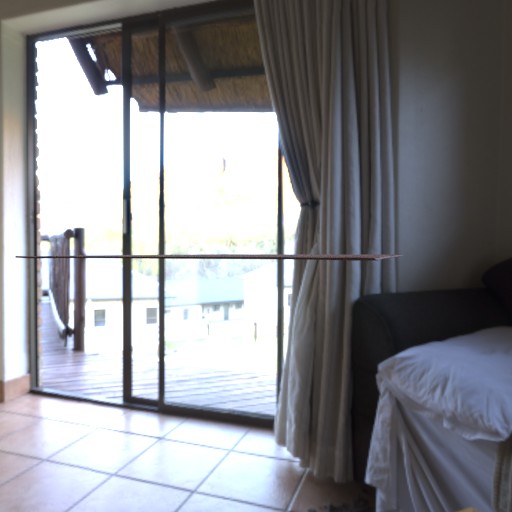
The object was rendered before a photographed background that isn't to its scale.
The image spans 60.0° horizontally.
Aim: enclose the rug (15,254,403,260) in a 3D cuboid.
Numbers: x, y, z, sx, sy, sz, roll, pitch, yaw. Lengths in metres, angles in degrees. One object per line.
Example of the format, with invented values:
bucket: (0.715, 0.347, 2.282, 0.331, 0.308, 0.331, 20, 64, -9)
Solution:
rug: (0.000, 0.000, 4.112, 2.479, 0.023, 3.092, 0, 0, 21)
